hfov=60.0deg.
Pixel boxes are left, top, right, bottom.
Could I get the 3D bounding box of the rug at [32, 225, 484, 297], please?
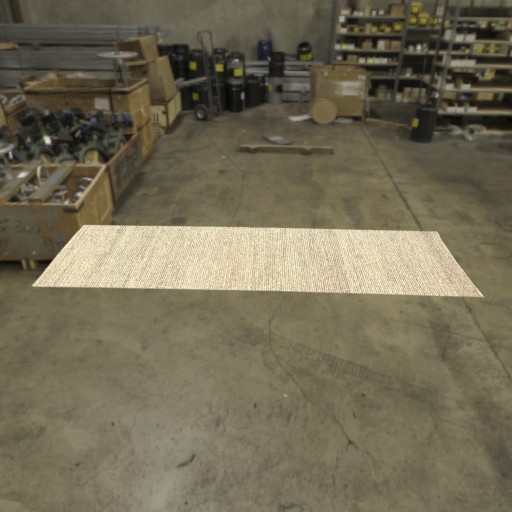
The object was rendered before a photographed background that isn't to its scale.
[{"bbox_3d":[0.000,0.000,2.652,2.390,0.014,0.741,1,30,2],"label":"rug"}]
